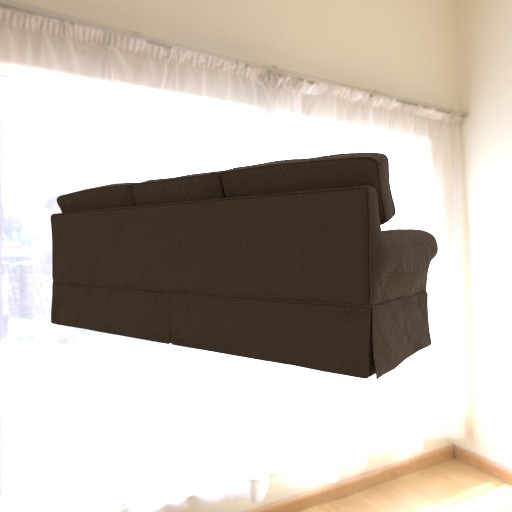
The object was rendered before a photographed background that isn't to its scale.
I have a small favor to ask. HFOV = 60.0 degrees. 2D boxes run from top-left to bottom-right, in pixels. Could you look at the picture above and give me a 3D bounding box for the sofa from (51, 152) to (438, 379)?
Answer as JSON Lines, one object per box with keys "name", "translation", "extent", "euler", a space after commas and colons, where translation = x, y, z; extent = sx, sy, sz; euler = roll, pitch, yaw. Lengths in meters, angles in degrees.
{"name": "sofa", "translation": [0.000, 0.000, 3.165], "extent": [2.475, 0.978, 1.733], "euler": [0, 1, 36]}
